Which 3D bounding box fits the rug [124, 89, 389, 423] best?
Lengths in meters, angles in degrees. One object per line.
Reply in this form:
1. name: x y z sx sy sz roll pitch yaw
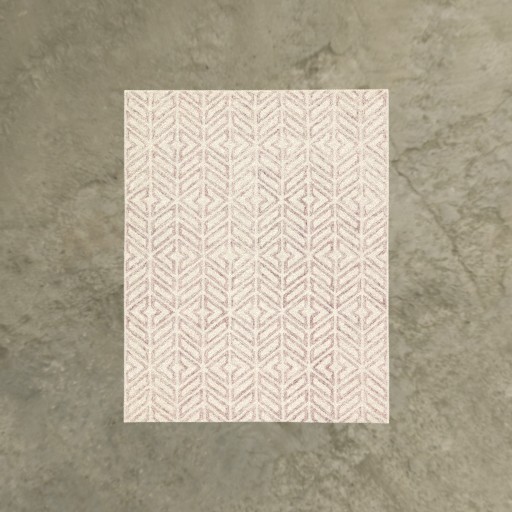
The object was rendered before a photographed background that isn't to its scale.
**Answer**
1. rug: 0.000 0.000 4.052 2.421 0.008 3.045 0 90 1
